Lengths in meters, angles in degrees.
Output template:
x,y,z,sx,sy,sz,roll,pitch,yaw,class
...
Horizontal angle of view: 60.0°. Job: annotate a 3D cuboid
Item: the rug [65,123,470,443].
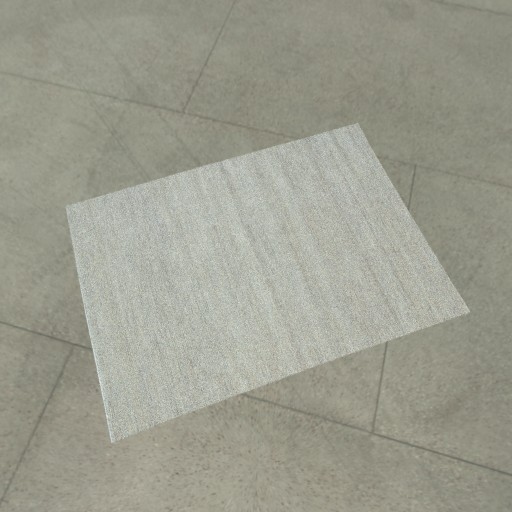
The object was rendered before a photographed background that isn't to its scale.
x,y,z,sx,sy,sz,roll,pitch,yaw,class
0.000,0.000,2.923,2.264,0.030,1.624,-18,66,-8,rug
